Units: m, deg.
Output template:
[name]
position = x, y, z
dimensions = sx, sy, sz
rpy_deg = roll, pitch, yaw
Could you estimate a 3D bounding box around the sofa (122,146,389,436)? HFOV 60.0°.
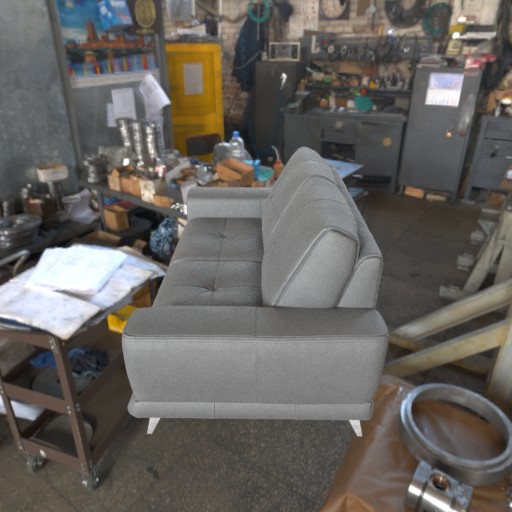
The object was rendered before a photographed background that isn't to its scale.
[sofa]
position = 0.000, 0.000, 2.437
dimensions = 1.018, 0.907, 1.806
rpy_deg = 0, 27, 1
